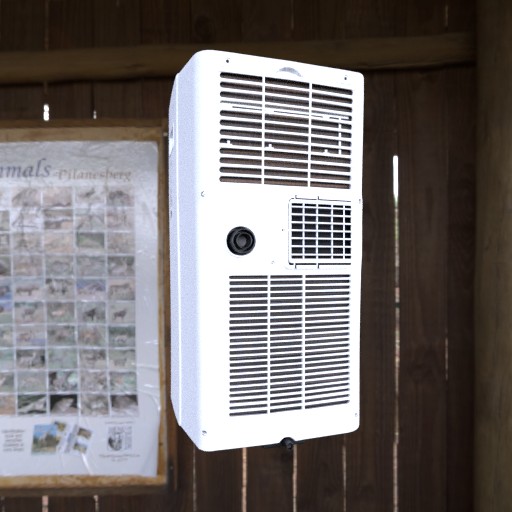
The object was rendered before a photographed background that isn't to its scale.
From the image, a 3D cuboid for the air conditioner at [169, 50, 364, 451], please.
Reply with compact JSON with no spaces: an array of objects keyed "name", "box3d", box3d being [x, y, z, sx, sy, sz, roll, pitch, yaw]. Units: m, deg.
[{"name":"air conditioner","box3d":[0.000,0.000,0.816,0.304,0.606,0.349,0,-1,-18]}]
